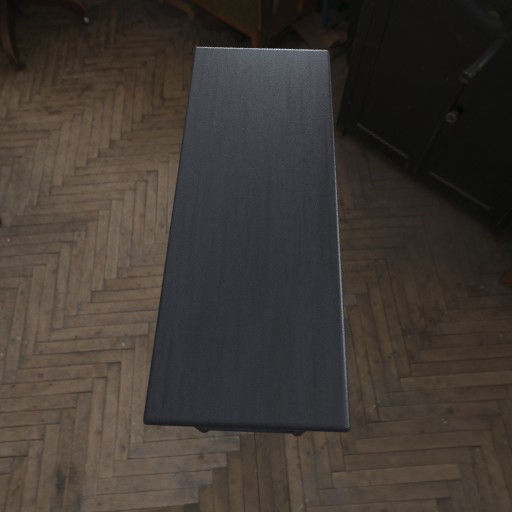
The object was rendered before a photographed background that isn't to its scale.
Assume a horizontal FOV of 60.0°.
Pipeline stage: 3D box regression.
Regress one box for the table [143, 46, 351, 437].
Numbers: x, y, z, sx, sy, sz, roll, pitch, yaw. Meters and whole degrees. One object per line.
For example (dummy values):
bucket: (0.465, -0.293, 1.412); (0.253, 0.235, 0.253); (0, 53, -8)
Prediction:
table: (0.000, 0.000, 1.546); (0.459, 0.735, 1.184); (2, 64, 1)
